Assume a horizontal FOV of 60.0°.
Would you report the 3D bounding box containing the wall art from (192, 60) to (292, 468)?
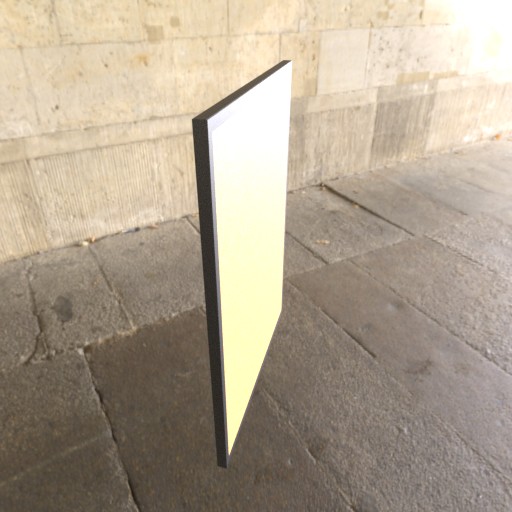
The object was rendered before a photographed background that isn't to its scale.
[{"bbox_3d":[0.000,0.000,1.380,0.030,1.027,0.774,8,32,13],"label":"wall art"}]
